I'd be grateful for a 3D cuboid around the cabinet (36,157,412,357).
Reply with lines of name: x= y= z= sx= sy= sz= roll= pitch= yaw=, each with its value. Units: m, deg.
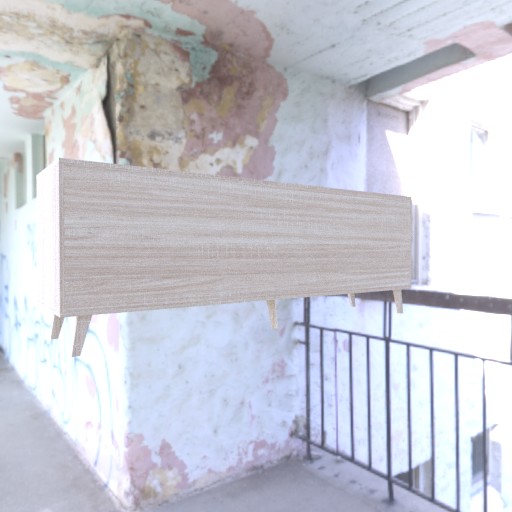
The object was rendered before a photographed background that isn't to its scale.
cabinet: x=0.000 y=0.000 z=2.542 sx=2.200 sy=0.780 sz=0.500 roll=-1 pitch=1 yaw=-35
